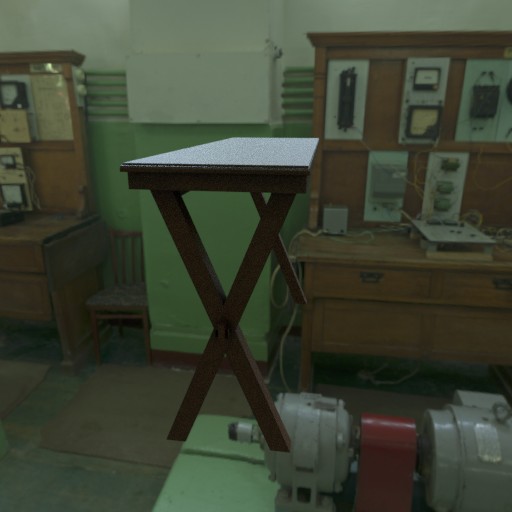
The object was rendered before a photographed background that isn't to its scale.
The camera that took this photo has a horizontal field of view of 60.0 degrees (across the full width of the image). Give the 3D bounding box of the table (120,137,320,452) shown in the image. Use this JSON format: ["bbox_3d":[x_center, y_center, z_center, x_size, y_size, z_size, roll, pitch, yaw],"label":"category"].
[{"bbox_3d":[0.000,0.000,1.583,0.399,0.763,1.197,3,18,8],"label":"table"}]
